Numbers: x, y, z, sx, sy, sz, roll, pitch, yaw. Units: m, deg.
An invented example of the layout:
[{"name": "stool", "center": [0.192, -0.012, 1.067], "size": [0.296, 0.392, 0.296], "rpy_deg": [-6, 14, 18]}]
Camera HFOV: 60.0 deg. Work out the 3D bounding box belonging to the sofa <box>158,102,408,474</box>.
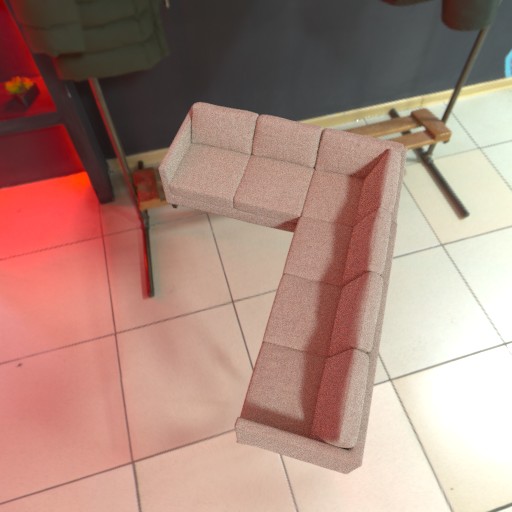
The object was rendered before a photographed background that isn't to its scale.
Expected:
[{"name": "sofa", "center": [0.000, 0.000, 4.225], "size": [2.432, 0.863, 3.182], "rpy_deg": [14, 59, 8]}]
